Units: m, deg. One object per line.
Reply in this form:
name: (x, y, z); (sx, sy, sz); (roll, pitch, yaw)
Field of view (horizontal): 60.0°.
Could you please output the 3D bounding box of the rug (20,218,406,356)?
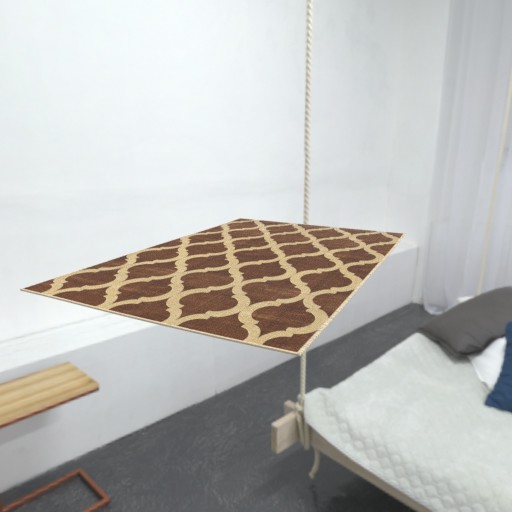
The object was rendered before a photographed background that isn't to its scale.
rug: (0.000, 0.000, 2.868); (1.522, 0.008, 2.284); (8, 17, 26)
